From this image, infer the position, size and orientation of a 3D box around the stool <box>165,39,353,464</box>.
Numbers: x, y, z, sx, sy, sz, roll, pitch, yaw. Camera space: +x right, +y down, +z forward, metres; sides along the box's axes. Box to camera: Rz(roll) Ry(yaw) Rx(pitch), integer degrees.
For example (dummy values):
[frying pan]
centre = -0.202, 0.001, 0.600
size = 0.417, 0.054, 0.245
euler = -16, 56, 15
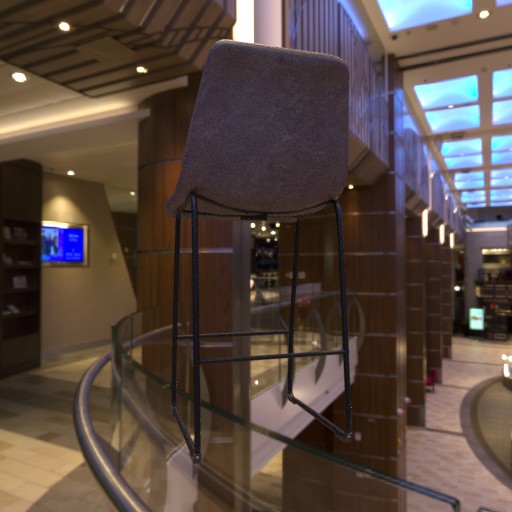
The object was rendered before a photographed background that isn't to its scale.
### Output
[stool]
centre = 0.000, 0.000, 1.396
size = 0.514, 1.082, 0.561
euler = 0, -1, -18
